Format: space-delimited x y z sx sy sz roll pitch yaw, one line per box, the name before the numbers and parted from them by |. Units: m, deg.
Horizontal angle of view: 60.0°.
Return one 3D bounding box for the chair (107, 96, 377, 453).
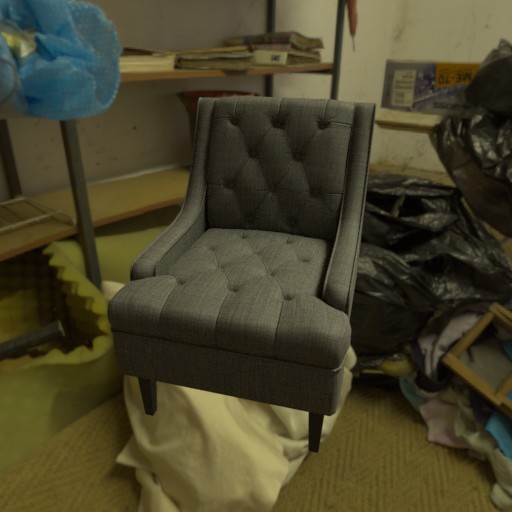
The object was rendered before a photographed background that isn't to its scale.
chair | 0.000 0.000 1.417 0.655 0.891 0.771 7 27 14
